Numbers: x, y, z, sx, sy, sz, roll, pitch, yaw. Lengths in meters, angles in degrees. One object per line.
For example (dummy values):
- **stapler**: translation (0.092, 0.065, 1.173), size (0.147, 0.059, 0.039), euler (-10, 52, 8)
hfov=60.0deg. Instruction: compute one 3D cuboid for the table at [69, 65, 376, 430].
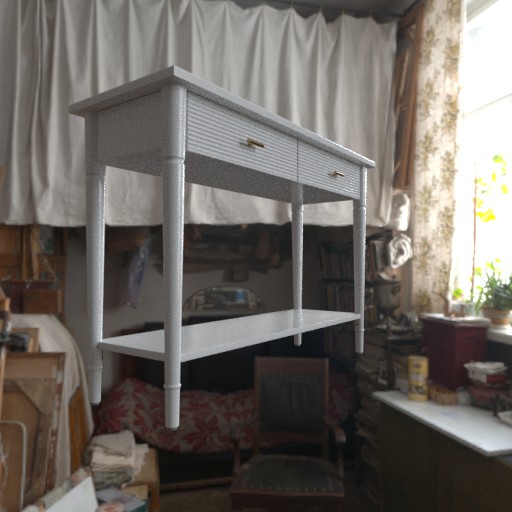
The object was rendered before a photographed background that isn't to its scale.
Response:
- **table**: translation (0.000, 0.000, 1.421), size (0.381, 0.749, 1.067), euler (-1, -1, 36)
